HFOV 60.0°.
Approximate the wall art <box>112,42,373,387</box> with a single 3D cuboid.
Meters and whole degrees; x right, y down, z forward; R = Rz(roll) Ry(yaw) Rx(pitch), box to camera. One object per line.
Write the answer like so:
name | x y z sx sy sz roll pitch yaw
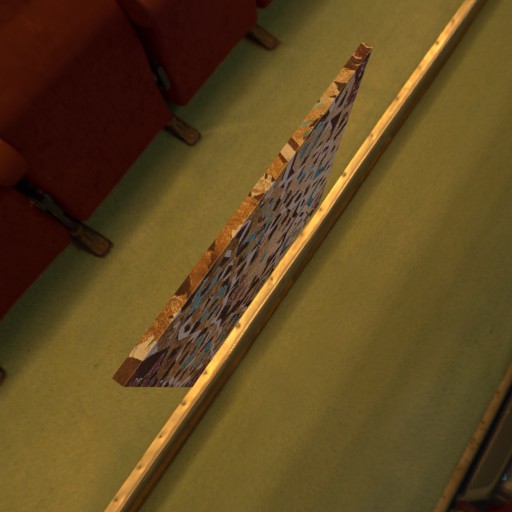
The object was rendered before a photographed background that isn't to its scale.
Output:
wall art | 0.000 0.000 1.129 0.028 0.762 0.757 33 76 9
